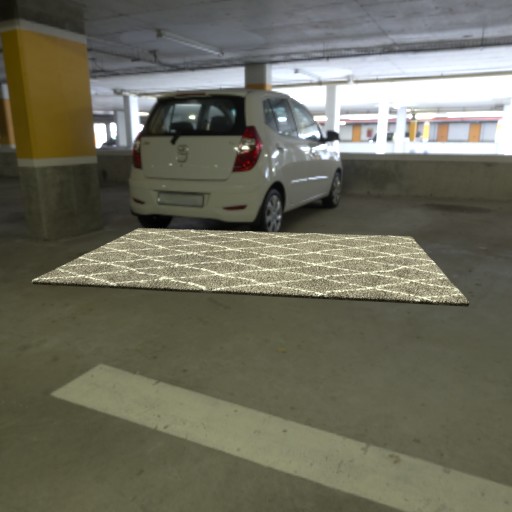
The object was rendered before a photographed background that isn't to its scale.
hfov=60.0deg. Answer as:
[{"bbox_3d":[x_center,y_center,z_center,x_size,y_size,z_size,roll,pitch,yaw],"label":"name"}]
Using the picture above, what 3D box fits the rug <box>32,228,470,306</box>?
[{"bbox_3d":[0.000,0.000,3.573,2.743,0.030,1.778,2,15,8],"label":"rug"}]
